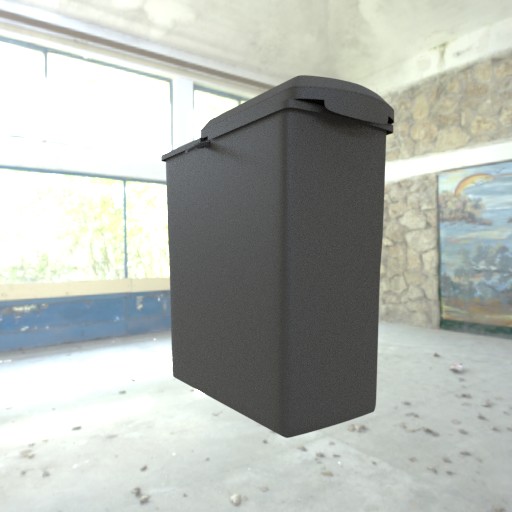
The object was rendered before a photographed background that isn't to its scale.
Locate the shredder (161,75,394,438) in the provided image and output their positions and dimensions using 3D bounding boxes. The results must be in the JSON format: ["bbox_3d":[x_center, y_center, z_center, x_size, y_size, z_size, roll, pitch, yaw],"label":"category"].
[{"bbox_3d":[0.000,0.000,0.534,0.170,0.335,0.320,0,1,-35],"label":"shredder"}]
